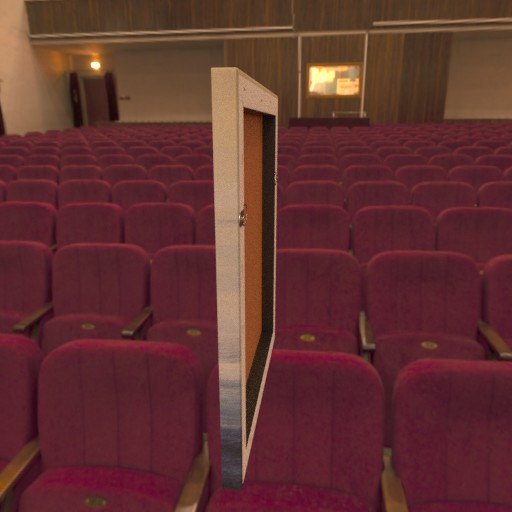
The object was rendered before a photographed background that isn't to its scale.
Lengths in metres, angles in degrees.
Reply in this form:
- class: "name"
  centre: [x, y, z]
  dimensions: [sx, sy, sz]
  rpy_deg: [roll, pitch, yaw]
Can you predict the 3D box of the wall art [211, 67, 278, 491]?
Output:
- class: "wall art"
  centre: [0.000, 0.000, 0.989]
  dimensions: [0.041, 0.710, 0.608]
  rpy_deg: [2, 16, 8]
